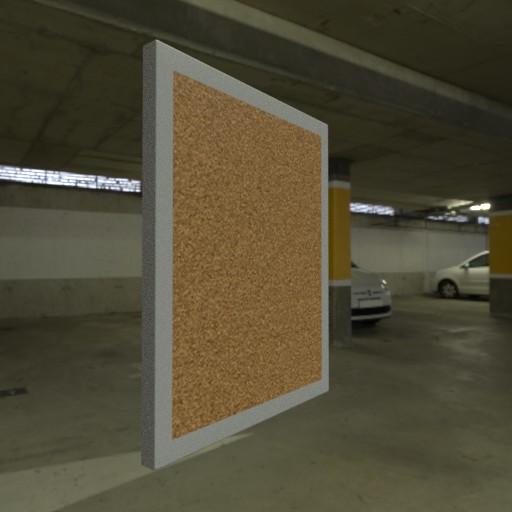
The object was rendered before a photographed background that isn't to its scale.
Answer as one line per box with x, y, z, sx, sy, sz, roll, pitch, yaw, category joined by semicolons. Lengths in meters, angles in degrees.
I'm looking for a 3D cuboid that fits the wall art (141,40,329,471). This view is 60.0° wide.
0.000;0.000;0.756;0.028;0.556;0.454;-1;-1;38;wall art
